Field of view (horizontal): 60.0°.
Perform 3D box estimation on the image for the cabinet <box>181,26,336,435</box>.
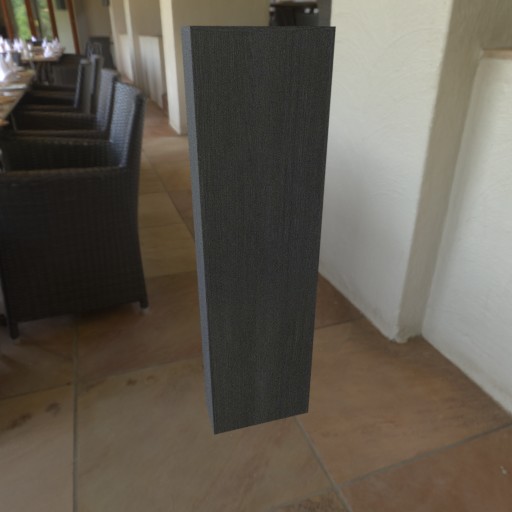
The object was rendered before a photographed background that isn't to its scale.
[{"bbox_3d":[0.000,0.000,1.947,0.500,1.790,0.230,-8,28,-15],"label":"cabinet"}]
